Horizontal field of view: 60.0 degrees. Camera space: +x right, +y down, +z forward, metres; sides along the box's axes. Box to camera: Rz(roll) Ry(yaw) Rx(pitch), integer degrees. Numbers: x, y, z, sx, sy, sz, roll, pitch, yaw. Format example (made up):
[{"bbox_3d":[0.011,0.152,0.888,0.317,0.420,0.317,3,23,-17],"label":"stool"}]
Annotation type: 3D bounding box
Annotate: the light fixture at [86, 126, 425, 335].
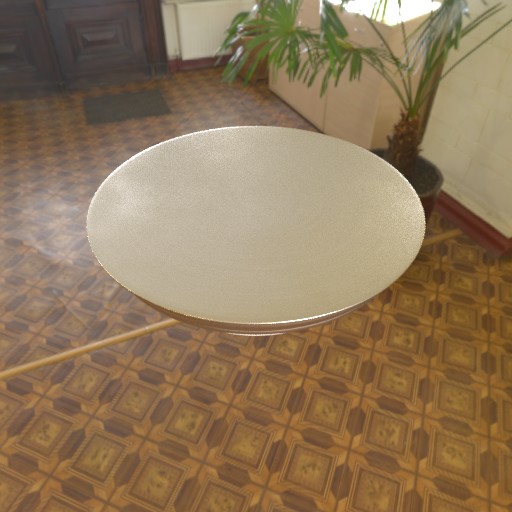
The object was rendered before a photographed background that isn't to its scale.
[{"bbox_3d":[0.000,0.000,0.424,0.280,0.135,0.280,0,41,0],"label":"light fixture"}]
